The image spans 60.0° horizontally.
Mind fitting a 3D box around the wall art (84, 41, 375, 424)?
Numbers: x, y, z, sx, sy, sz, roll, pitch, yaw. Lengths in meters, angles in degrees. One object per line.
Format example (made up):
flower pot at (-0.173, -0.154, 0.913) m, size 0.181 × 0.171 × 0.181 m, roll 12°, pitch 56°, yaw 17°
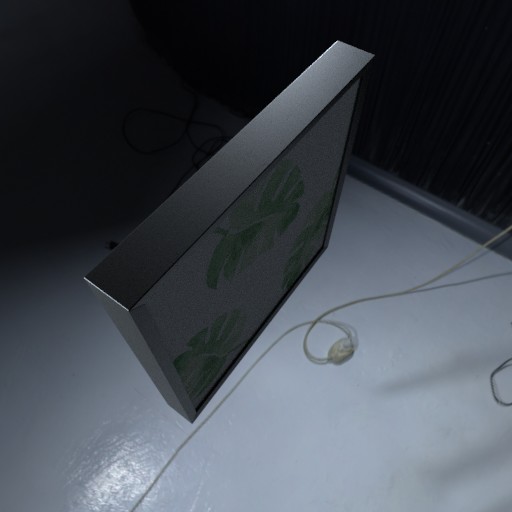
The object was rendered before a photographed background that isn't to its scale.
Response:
wall art at (0.000, 0.000, 0.457) m, size 0.038 × 0.304 × 0.304 m, roll 31°, pitch 63°, yaw 18°
